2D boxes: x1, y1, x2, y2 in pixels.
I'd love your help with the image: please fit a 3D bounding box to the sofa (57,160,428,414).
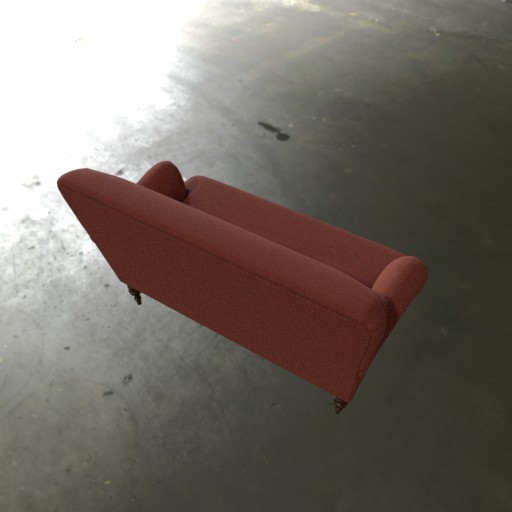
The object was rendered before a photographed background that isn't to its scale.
[{"bbox_3d":[0.000,0.000,1.852,1.297,0.889,0.779,24,52,20],"label":"sofa"}]
